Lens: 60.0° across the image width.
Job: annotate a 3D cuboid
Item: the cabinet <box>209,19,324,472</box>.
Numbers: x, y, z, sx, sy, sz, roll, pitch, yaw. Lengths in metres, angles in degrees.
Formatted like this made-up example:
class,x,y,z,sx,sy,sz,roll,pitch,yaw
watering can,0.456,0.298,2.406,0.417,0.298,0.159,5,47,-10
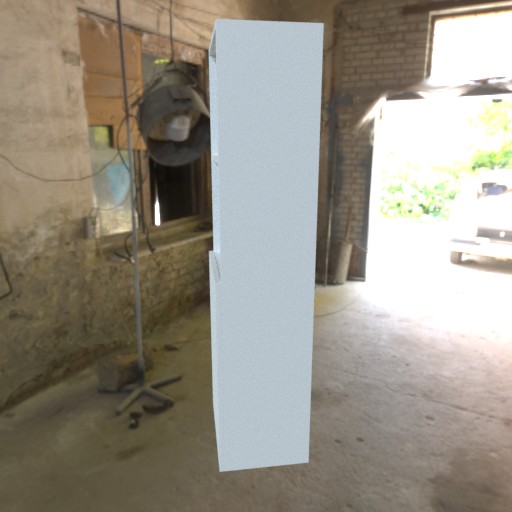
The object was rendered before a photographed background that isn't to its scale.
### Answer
class,x,y,z,sx,sy,sz,roll,pitch,yaw
cabinet,0.000,0.000,1.500,0.300,1.350,0.400,-2,15,-8
